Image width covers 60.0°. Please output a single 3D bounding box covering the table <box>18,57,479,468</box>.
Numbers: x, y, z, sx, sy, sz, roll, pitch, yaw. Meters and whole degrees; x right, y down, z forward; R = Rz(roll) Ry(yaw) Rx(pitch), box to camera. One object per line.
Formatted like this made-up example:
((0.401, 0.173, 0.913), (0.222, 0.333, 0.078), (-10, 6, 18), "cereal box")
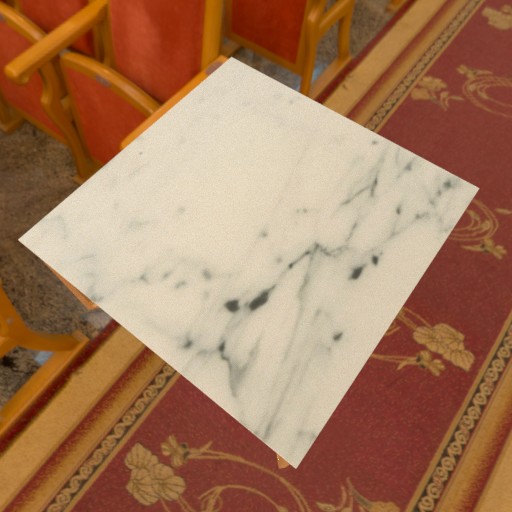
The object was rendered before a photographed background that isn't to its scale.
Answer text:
((0.000, 0.000, 1.277), (0.800, 0.450, 0.800), (34, 67, 16), "table")
